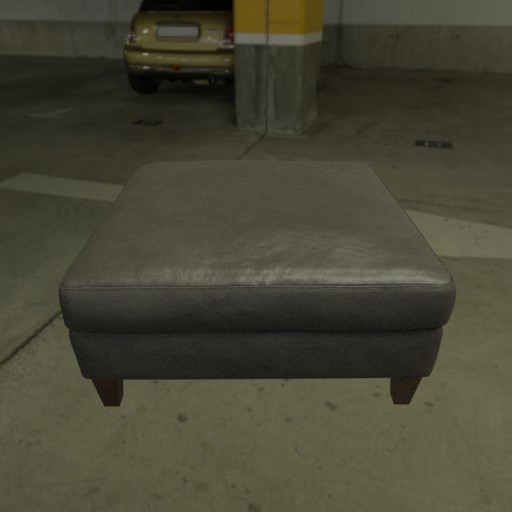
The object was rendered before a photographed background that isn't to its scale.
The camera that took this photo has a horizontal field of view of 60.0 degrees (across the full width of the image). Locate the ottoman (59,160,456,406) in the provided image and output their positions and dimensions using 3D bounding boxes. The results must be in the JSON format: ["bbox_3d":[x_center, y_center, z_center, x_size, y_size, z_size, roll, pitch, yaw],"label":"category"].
[{"bbox_3d":[0.000,0.000,1.311,0.836,0.415,0.844,0,29,0],"label":"ottoman"}]
